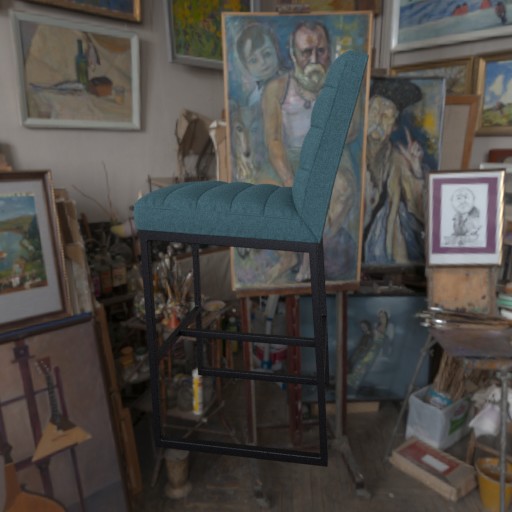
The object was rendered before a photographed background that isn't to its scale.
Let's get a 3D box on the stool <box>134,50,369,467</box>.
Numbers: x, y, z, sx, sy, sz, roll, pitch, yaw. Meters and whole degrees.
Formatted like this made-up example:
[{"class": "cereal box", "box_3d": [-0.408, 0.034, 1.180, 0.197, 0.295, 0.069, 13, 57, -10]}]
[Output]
[{"class": "stool", "box_3d": [0.000, 0.000, 1.310, 0.560, 1.040, 0.460, 2, 14, 9]}]
